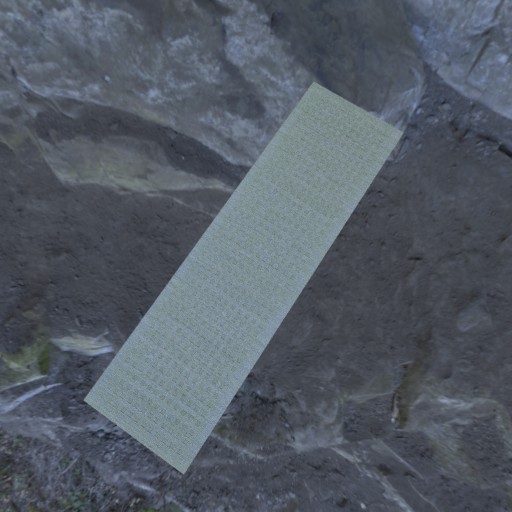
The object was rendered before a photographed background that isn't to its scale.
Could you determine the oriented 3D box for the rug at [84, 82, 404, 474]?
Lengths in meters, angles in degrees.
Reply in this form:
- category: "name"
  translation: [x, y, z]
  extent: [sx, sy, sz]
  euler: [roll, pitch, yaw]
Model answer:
- category: "rug"
  translation: [0.000, 0.000, 2.671]
  extent: [0.686, 0.006, 2.437]
  euler: [33, 78, 8]
